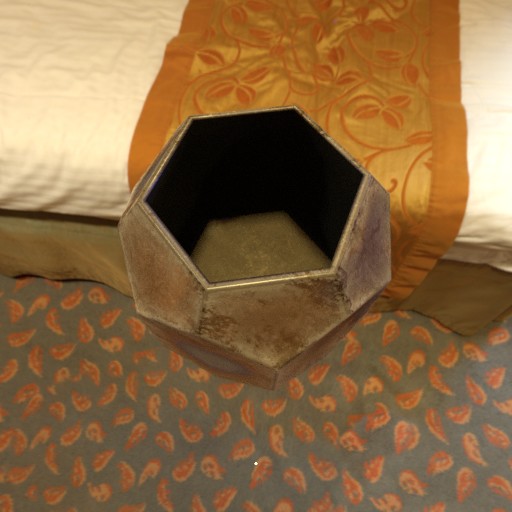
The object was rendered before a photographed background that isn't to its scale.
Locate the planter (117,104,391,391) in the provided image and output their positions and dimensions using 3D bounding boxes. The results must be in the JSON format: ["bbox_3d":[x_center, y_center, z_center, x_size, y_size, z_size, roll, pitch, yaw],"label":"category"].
[{"bbox_3d":[0.000,0.000,0.434,0.243,0.238,0.221,-35,70,-15],"label":"planter"}]
